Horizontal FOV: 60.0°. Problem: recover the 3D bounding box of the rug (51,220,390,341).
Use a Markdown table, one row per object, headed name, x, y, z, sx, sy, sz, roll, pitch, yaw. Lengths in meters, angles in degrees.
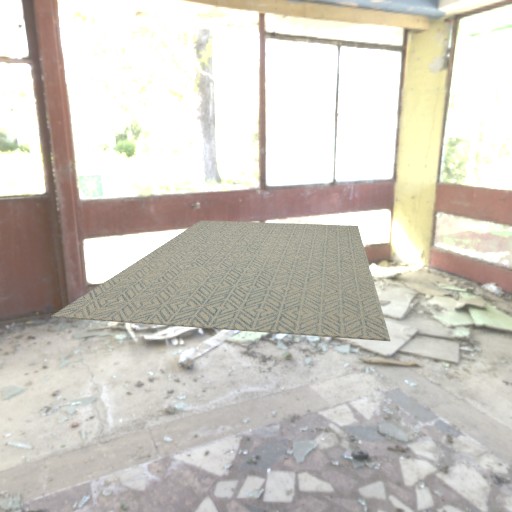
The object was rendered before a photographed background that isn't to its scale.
| name | x | y | z | sx | sy | sz | roll | pitch | yaw |
| --- | --- | --- | --- | --- | --- | --- | --- | --- | --- |
| rug | 0.000 | 0.000 | 3.102 | 1.526 | 0.008 | 2.441 | 2 | 15 | 9 |
